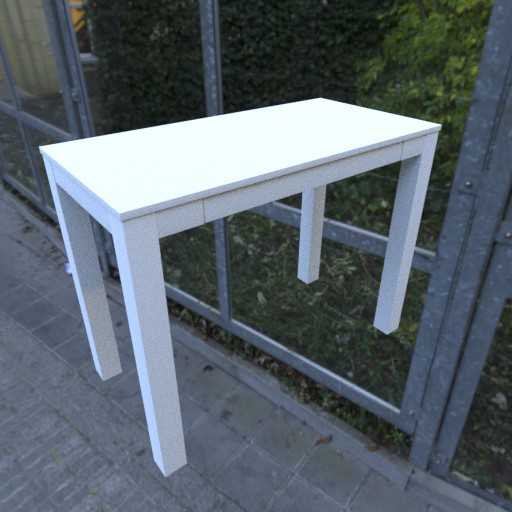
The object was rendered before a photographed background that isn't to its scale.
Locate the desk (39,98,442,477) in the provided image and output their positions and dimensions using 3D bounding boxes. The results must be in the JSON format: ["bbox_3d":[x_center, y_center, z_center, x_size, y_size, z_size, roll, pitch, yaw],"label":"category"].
[{"bbox_3d":[0.000,0.000,1.396,0.990,0.762,0.497,-22,37,-32],"label":"desk"}]
